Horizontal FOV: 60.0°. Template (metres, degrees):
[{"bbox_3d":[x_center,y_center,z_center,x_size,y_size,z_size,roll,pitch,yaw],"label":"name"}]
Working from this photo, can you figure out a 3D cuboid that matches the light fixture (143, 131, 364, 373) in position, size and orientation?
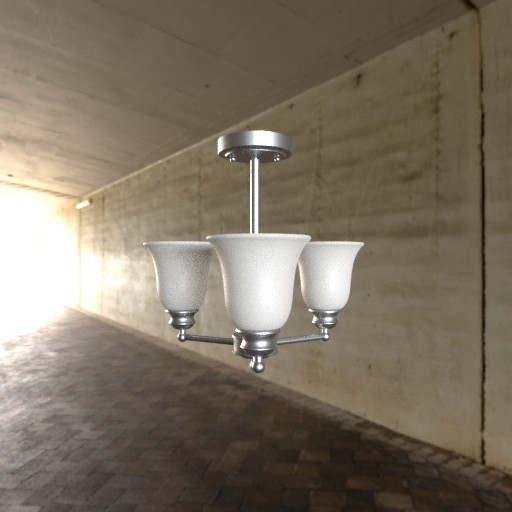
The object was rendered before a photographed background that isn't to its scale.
[{"bbox_3d":[0.000,0.000,0.677,0.388,0.370,0.354,0,0,-2],"label":"light fixture"}]
